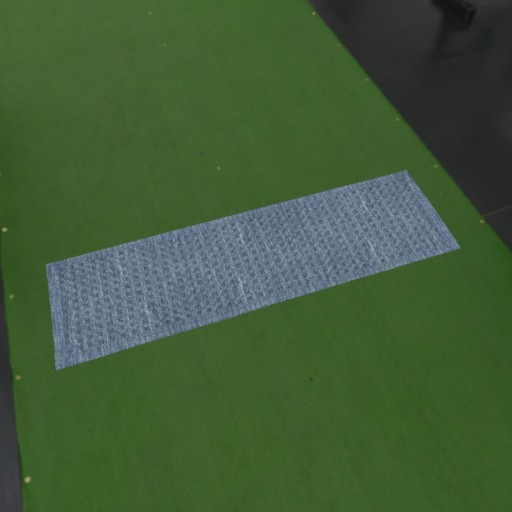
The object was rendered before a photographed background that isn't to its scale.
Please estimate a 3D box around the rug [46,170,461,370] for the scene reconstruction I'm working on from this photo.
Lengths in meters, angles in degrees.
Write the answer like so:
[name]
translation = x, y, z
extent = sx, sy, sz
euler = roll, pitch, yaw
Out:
[rug]
translation = 0.000, 0.000, 2.707
extent = 2.443, 0.008, 0.688
euler = -16, 59, -10
